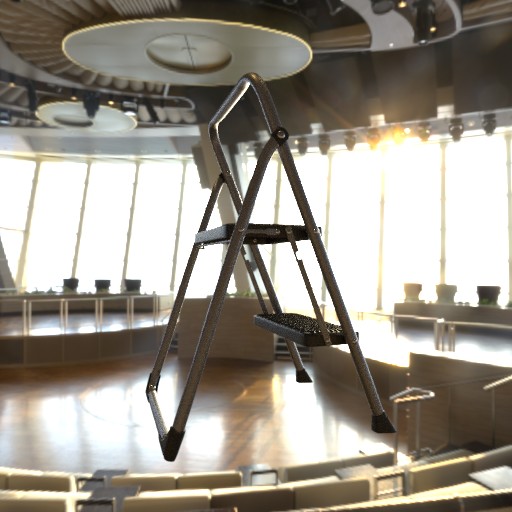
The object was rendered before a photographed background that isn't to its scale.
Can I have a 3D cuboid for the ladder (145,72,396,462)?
[{"bbox_3d":[0.000,0.000,1.035,0.472,0.720,0.430,0,-1,-18],"label":"ladder"}]
